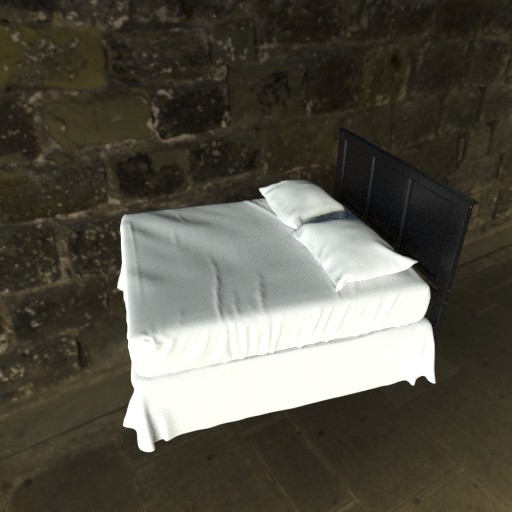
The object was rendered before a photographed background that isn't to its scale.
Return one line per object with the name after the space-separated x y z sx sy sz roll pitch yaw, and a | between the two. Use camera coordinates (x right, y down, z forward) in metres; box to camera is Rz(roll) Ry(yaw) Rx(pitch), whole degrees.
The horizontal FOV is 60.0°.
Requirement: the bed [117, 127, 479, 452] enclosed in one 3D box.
0.000 0.000 3.150 2.050 1.270 1.870 -8 31 -14 | bed
